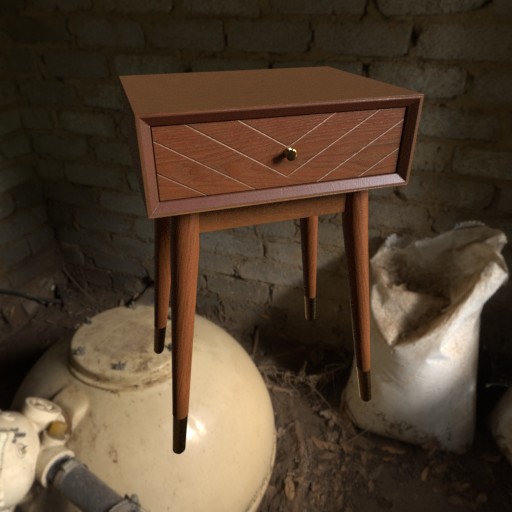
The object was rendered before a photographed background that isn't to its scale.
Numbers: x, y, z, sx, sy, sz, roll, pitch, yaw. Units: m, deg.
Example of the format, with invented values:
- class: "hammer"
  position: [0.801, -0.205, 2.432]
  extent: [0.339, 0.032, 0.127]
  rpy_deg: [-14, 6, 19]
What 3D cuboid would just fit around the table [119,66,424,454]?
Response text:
- class: "table"
  position: [0.000, 0.000, 0.818]
  extent: [0.406, 0.599, 0.300]
  rpy_deg: [-9, 32, -16]
